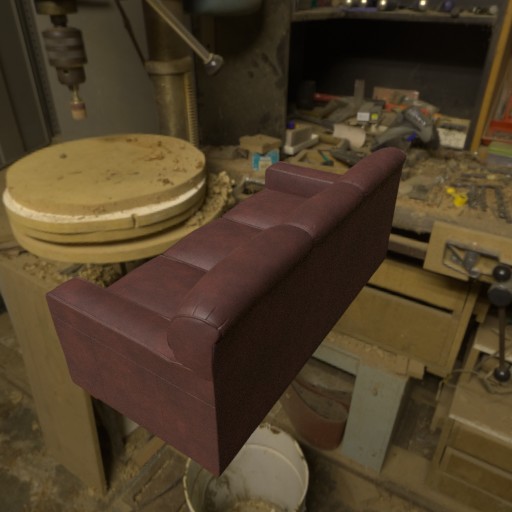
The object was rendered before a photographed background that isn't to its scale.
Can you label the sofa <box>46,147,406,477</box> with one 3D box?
[{"bbox_3d":[0.000,0.000,2.527,1.008,0.953,2.039,19,36,28],"label":"sofa"}]
